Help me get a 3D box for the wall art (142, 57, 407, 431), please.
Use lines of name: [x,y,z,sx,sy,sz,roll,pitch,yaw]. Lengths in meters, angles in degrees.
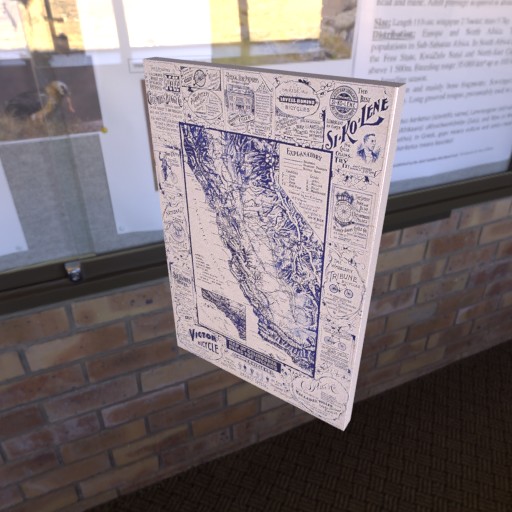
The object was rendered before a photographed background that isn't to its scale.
wall art: [0.000,0.000,0.959,0.511,0.753,0.039,19,36,28]
